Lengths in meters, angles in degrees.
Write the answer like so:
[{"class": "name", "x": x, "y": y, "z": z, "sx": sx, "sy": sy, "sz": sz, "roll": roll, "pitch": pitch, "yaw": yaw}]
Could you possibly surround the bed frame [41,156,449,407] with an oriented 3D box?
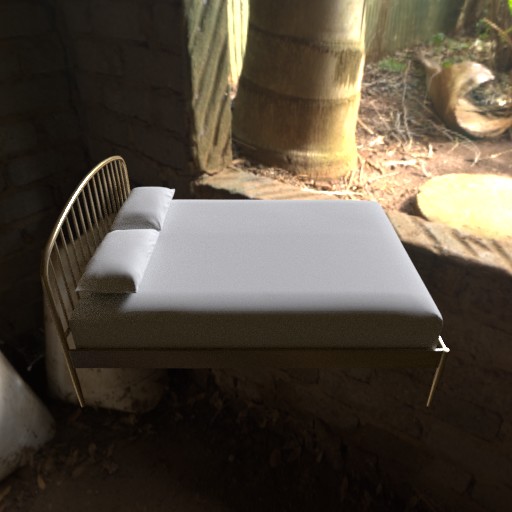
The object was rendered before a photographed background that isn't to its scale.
[{"class": "bed frame", "x": 0.000, "y": 0.000, "z": 3.073, "sx": 2.152, "sy": 1.175, "sz": 1.612, "roll": 0, "pitch": 32, "yaw": 0}]
